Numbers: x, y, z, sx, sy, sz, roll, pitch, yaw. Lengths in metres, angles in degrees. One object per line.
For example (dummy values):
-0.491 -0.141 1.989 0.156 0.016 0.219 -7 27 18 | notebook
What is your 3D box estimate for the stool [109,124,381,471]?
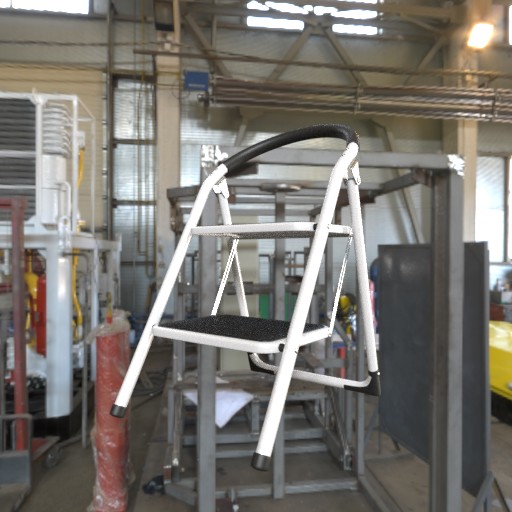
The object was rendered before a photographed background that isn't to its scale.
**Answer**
0.000 0.000 1.116 0.453 0.760 0.559 0 1 37 | stool
